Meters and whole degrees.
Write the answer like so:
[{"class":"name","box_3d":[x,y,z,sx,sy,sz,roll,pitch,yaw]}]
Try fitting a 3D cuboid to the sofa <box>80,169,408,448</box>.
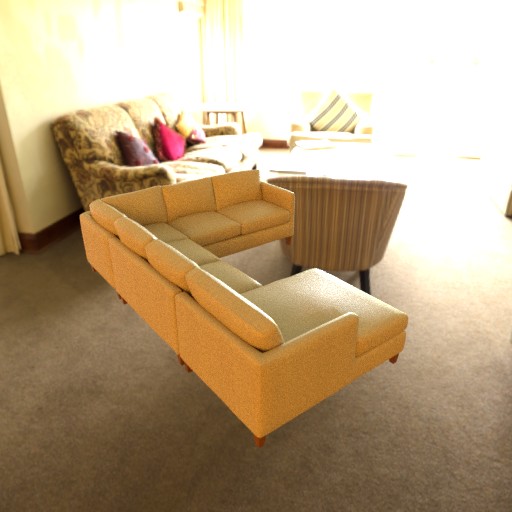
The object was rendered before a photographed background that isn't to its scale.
[{"class":"sofa","box_3d":[0.000,0.000,4.718,2.594,0.961,3.460,-18,31,-33]}]
